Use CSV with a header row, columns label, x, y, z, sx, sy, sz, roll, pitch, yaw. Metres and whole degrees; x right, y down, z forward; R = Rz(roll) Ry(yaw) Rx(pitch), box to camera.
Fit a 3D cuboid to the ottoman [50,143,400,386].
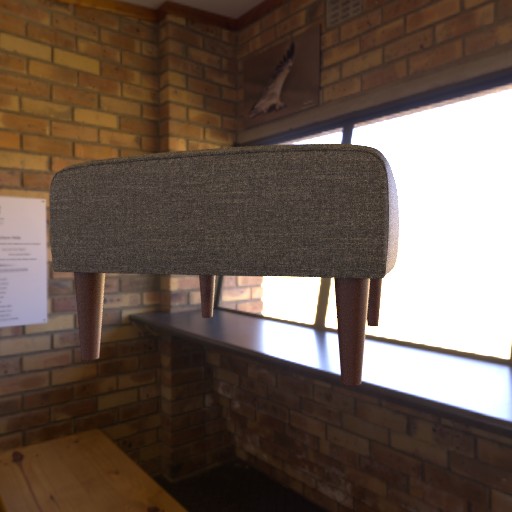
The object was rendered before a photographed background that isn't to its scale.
label,x,y,z,sx,sy,sz,roll,pitch,yaw
ottoman,0.000,0.000,1.052,0.648,0.399,0.655,0,1,18
